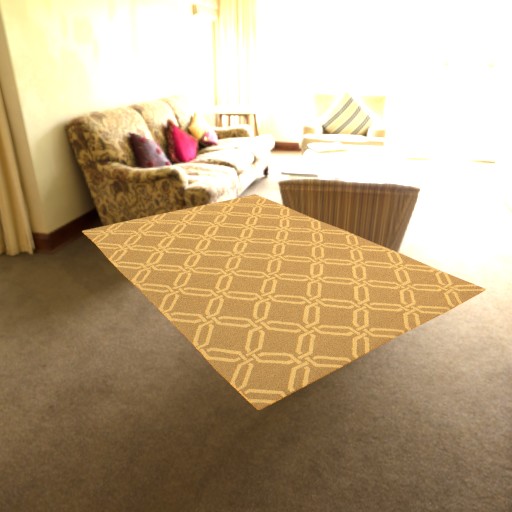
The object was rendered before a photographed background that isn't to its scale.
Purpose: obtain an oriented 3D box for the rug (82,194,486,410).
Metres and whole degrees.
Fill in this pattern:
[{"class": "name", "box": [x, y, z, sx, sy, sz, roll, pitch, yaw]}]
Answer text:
[{"class": "rug", "box": [0.000, 0.000, 2.754, 1.524, 0.013, 2.135, -17, 30, -32]}]
